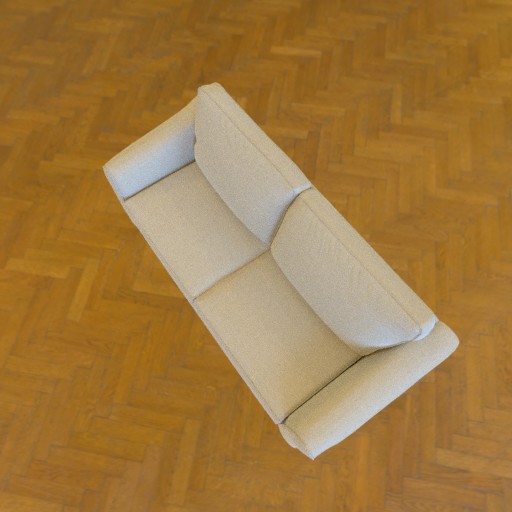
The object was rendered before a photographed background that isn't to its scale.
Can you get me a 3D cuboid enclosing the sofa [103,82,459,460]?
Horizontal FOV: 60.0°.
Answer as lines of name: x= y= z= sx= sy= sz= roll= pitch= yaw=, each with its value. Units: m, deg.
sofa: x=0.000 y=0.000 z=2.779 sx=0.980 sy=0.965 sz=2.270 roll=-34 pitch=69 yaw=-14
